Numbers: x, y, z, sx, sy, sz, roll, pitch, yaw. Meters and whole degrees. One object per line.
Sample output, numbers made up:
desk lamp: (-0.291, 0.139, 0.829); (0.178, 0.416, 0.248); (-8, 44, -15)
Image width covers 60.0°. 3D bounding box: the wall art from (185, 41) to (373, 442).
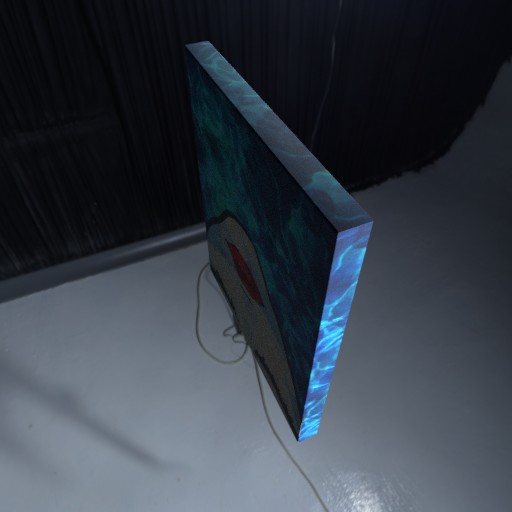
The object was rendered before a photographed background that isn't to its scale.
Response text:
wall art: (0.000, 0.000, 0.714); (0.038, 0.508, 0.432); (-18, 50, -16)
